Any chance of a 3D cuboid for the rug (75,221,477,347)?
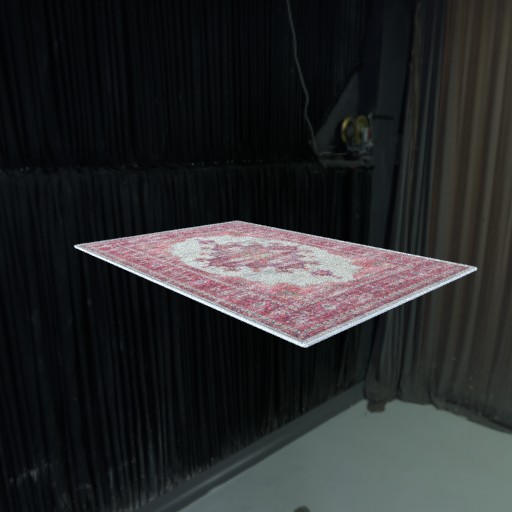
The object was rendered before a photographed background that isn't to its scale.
[{"bbox_3d":[0.000,0.000,2.300,1.217,0.011,1.747,-13,19,-41],"label":"rug"}]
